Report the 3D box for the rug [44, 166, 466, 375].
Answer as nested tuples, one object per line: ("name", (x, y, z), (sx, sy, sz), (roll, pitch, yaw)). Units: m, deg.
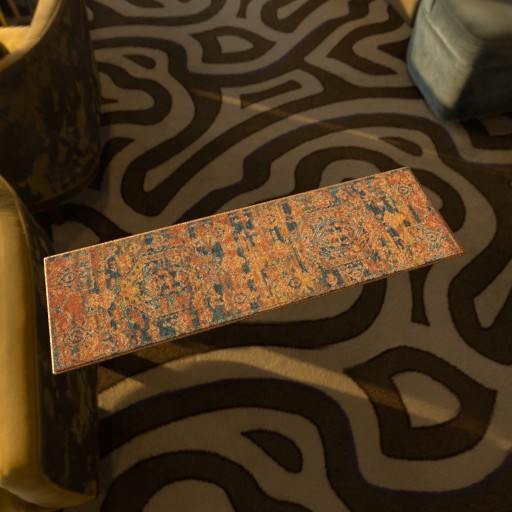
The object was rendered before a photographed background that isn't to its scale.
("rug", (0.000, 0.000, 1.994), (1.820, 0.013, 0.556), (-15, 60, -9))
